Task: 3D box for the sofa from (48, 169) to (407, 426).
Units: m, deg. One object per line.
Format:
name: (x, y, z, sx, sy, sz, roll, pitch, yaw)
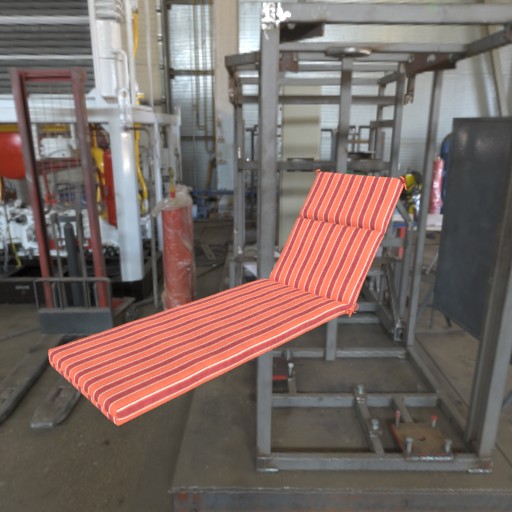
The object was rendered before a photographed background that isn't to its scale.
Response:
sofa: (0.000, 0.000, 1.943, 0.582, 0.622, 1.663, 16, 22, 43)
